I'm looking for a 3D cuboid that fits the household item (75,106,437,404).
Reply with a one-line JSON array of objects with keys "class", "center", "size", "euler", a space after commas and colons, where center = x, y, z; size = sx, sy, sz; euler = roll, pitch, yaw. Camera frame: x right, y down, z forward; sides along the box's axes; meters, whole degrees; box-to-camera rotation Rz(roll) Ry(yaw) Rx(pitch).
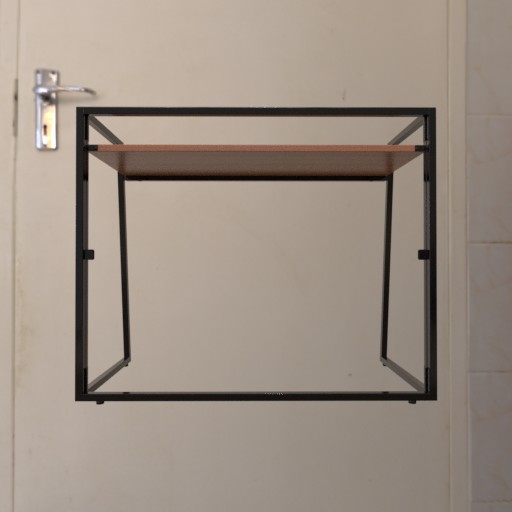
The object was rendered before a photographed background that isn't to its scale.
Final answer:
[{"class": "household item", "center": [0.000, 0.000, 1.536], "size": [1.050, 0.860, 0.510], "euler": [0, -1, 0]}]
